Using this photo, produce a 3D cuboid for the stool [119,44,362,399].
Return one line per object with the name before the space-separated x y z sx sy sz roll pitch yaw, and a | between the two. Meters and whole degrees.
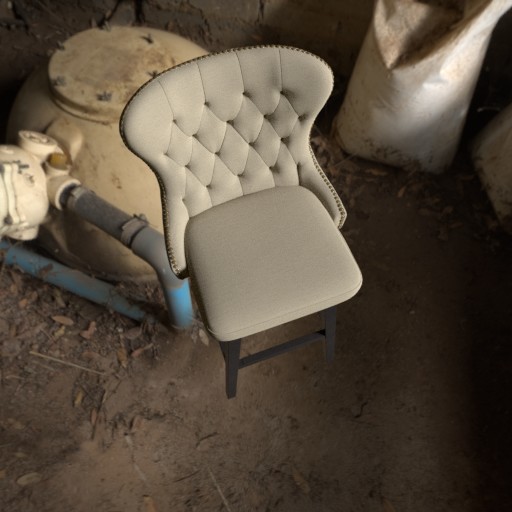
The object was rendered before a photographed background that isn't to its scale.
stool | 0.000 0.000 1.395 0.528 1.066 0.605 -18 66 -8
